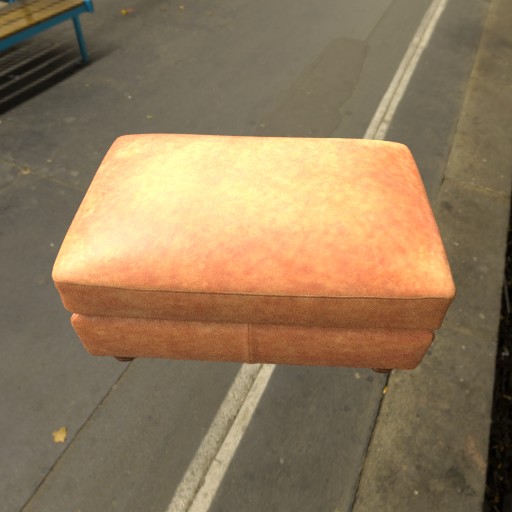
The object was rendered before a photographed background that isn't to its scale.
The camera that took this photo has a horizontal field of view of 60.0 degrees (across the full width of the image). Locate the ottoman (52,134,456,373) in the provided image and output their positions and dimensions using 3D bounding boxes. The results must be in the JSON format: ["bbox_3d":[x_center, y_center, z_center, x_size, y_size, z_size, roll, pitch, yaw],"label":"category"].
[{"bbox_3d":[0.000,0.000,1.198,0.852,0.507,0.565,2,47,2],"label":"ottoman"}]
